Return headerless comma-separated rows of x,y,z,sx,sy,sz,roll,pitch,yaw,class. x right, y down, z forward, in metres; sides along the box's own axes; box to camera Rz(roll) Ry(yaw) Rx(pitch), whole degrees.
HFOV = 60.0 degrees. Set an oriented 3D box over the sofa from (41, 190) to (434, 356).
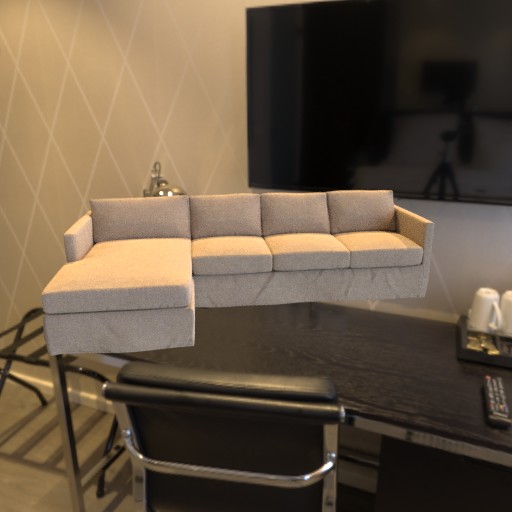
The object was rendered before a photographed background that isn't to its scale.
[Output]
0.000,0.000,3.919,3.198,0.920,1.638,-2,18,-7,sofa
